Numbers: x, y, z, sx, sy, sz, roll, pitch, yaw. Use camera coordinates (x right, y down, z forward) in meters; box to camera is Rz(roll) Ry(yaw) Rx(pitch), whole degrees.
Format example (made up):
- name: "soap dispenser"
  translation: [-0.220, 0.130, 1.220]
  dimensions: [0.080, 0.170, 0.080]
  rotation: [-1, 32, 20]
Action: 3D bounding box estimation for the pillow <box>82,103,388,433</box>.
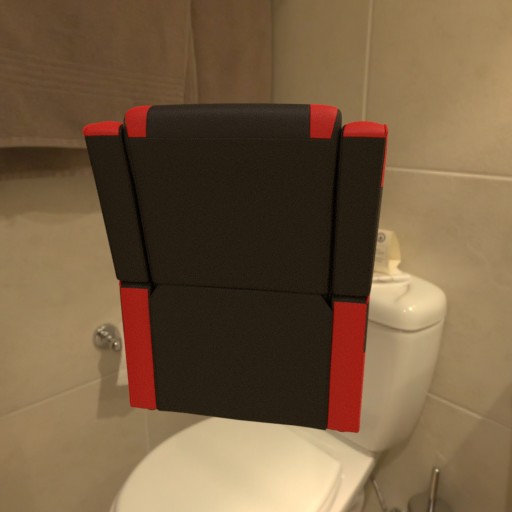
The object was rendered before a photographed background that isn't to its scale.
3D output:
- name: "pillow"
  translation: [0.000, 0.000, 1.269]
  dimensions: [0.620, 0.805, 0.672]
  rotation: [3, 17, 10]
